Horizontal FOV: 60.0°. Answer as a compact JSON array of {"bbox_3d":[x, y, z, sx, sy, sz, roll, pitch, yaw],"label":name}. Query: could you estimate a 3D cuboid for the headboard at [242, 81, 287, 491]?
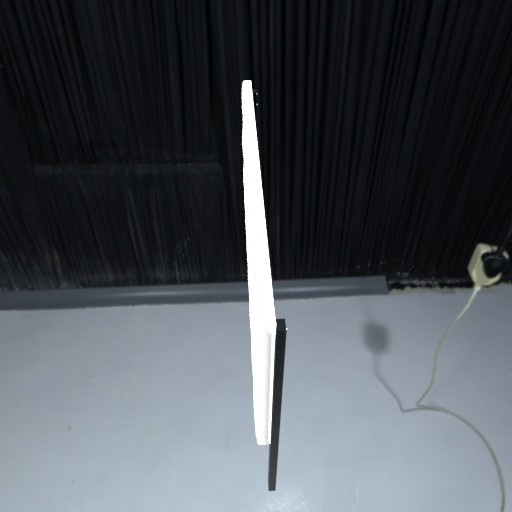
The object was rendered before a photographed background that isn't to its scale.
[{"bbox_3d":[0.000,0.000,2.837,0.120,1.410,2.362,-2,41,-2],"label":"headboard"}]
